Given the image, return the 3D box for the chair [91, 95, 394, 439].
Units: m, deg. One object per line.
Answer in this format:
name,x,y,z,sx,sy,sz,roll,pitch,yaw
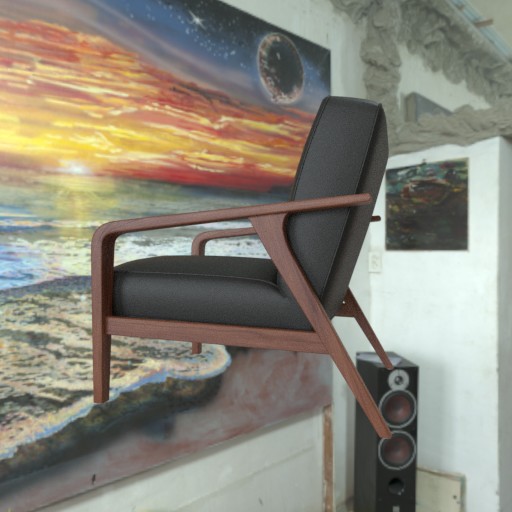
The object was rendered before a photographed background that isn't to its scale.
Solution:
chair,0.000,0.000,1.503,0.889,0.861,0.719,0,1,18
